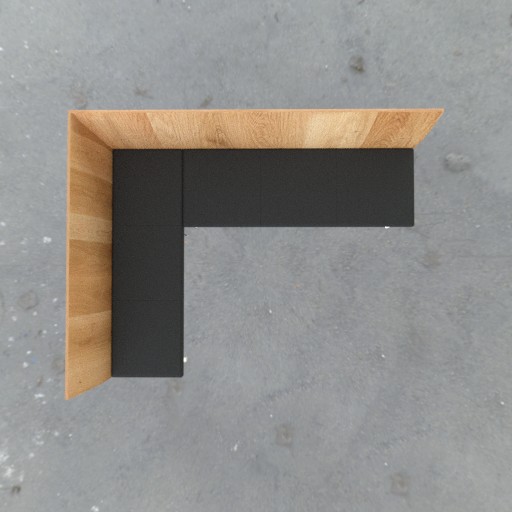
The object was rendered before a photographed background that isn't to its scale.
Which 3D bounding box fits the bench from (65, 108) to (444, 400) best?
[{"bbox_3d":[0.000,0.000,2.737,1.945,0.930,1.495,0,89,1],"label":"bench"}]
